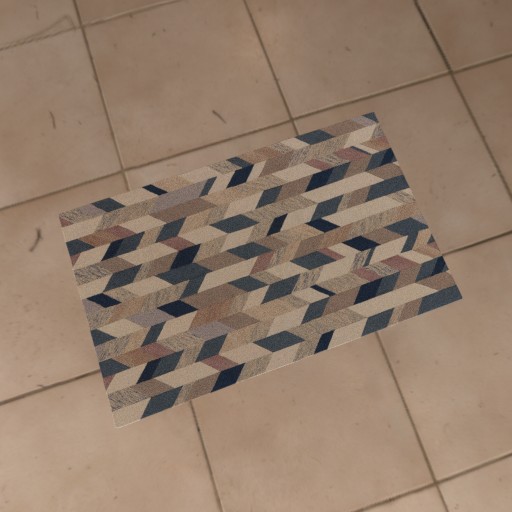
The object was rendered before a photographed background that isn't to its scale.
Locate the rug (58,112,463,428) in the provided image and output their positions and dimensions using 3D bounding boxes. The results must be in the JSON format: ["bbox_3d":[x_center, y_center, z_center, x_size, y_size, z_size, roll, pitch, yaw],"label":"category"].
[{"bbox_3d":[0.000,0.000,3.055,2.423,0.008,1.513,-19,77,-5],"label":"rug"}]
